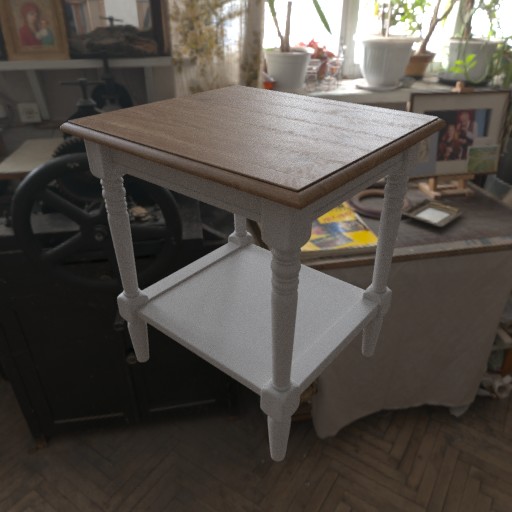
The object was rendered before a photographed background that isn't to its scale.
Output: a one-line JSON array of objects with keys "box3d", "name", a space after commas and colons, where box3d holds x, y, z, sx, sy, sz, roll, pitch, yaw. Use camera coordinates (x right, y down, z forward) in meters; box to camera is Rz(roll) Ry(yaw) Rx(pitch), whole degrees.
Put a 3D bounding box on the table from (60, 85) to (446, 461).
[{"box3d": [0.000, 0.000, 0.921, 0.508, 0.561, 0.457, 23, 38, 33], "name": "table"}]
